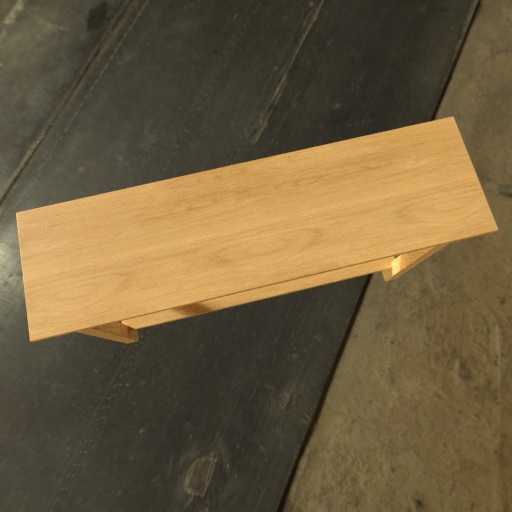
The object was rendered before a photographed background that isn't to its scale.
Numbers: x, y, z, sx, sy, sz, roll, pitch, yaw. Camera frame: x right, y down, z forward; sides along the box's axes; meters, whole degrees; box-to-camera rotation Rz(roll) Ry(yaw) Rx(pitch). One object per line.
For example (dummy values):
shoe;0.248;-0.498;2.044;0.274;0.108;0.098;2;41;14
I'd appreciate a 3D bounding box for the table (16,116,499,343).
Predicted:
table;0.000;0.000;1.533;1.240;0.730;0.350;-13;76;-3
